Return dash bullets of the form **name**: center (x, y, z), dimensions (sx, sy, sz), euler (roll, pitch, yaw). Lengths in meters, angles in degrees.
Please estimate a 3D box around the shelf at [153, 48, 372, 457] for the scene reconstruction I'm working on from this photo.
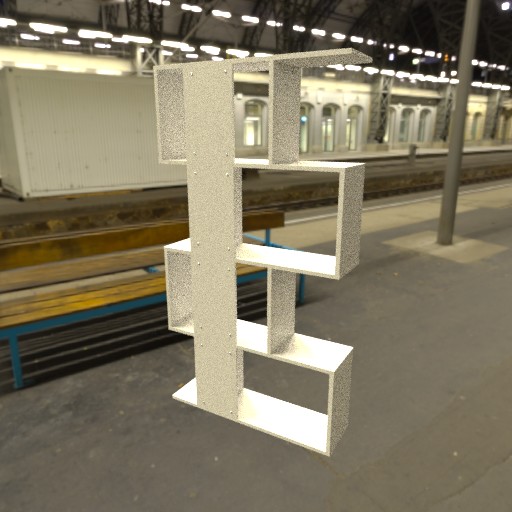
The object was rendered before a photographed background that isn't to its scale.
- **shelf**: center (0.000, 0.000, 2.041), dimensions (0.890, 1.650, 0.250), euler (9, 18, 29)
